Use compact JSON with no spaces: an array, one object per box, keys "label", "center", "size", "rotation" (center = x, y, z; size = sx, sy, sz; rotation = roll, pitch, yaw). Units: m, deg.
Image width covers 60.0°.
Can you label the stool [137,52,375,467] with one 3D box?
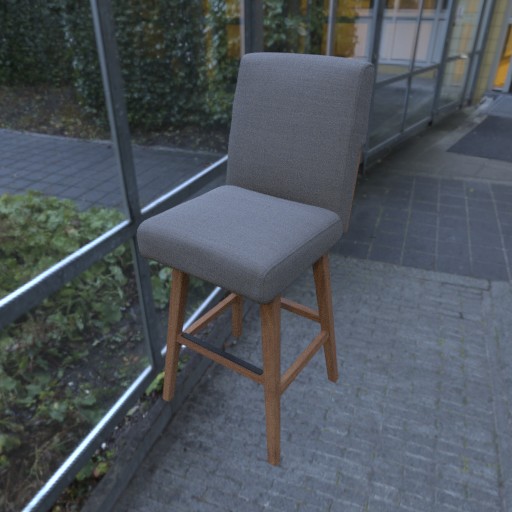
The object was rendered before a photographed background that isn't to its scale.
[{"label":"stool","center":[0.000,0.000,1.381],"size":[0.483,1.112,0.570],"rotation":[19,35,29]}]
